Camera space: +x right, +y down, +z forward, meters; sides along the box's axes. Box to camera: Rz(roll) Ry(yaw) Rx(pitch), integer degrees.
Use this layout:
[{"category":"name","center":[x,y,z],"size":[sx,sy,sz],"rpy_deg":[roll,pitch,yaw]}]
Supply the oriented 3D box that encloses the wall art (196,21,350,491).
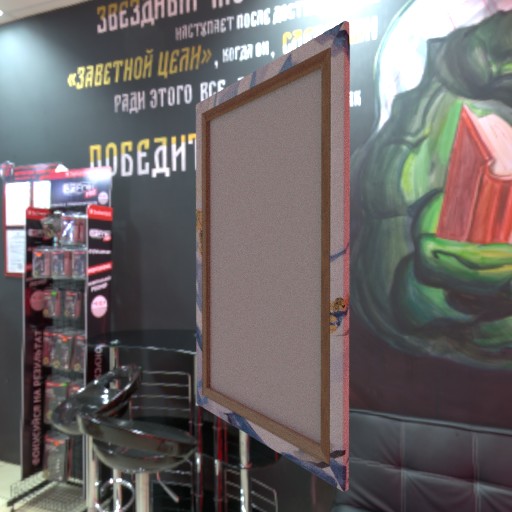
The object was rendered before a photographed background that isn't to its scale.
[{"category":"wall art","center":[0.000,0.000,1.108],"size":[0.016,0.914,0.610],"rpy_deg":[-1,1,-36]}]
